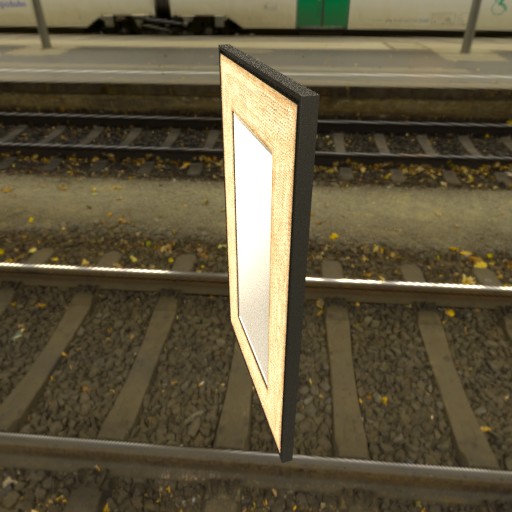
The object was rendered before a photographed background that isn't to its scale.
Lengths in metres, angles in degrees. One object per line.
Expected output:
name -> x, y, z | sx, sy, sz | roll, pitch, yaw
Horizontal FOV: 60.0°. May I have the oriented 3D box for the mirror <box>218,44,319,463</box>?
mirror -> 0.000, 0.000, 1.510 | 0.038, 1.219, 0.762 | -9, 34, -14
